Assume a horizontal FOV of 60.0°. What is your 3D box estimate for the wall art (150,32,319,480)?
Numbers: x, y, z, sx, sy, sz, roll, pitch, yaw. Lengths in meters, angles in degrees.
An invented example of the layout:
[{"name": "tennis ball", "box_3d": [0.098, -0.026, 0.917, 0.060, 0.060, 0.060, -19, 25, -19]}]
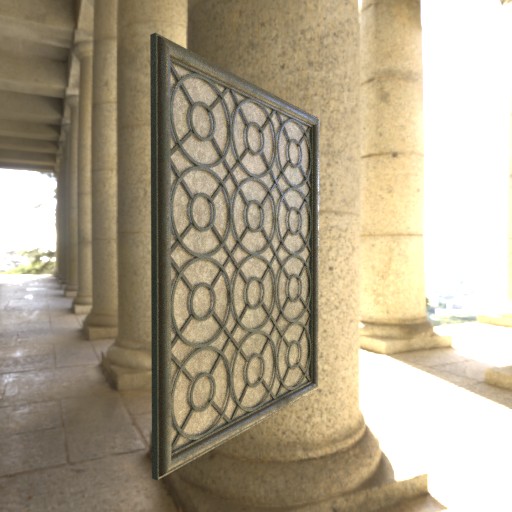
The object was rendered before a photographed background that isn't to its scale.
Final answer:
[{"name": "wall art", "box_3d": [0.000, 0.000, 1.287, 0.030, 0.983, 0.767, 1, 1, 35]}]
